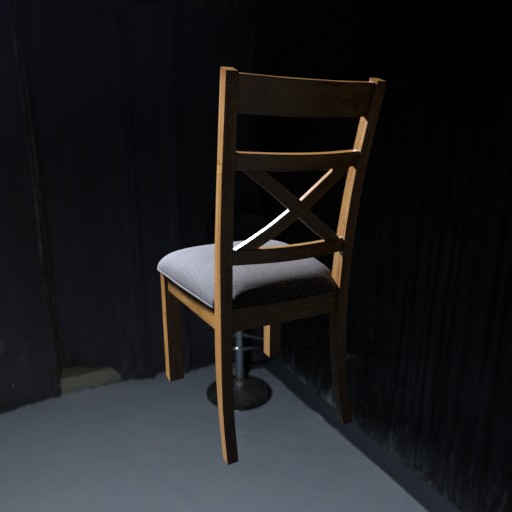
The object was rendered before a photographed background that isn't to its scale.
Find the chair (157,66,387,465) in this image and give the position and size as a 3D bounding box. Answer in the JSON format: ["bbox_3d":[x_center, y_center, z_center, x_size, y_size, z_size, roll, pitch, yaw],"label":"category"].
[{"bbox_3d":[0.000,0.000,1.309,0.470,0.949,0.581,-7,17,-26],"label":"chair"}]
